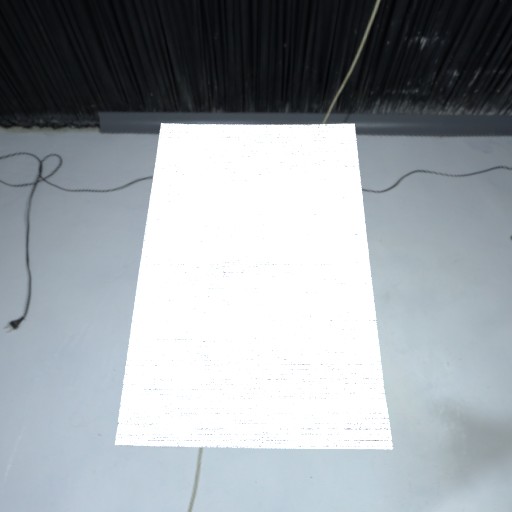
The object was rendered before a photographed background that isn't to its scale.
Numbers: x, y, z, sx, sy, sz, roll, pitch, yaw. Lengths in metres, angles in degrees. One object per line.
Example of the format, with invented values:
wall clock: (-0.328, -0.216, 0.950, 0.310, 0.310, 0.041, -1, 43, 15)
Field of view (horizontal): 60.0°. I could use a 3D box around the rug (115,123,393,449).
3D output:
rug: (0.000, 0.000, 2.222, 1.149, 0.021, 1.773, 1, 63, 0)
